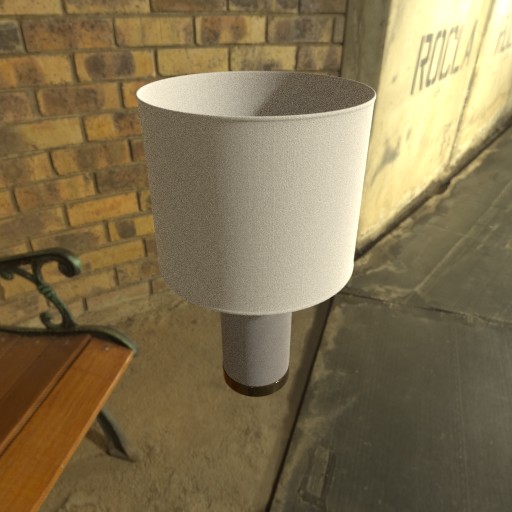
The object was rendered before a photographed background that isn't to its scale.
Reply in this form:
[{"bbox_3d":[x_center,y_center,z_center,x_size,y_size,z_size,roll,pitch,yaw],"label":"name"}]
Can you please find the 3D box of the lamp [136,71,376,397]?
[{"bbox_3d":[0.000,0.000,0.530,0.229,0.380,0.229,0,31,0],"label":"lamp"}]
